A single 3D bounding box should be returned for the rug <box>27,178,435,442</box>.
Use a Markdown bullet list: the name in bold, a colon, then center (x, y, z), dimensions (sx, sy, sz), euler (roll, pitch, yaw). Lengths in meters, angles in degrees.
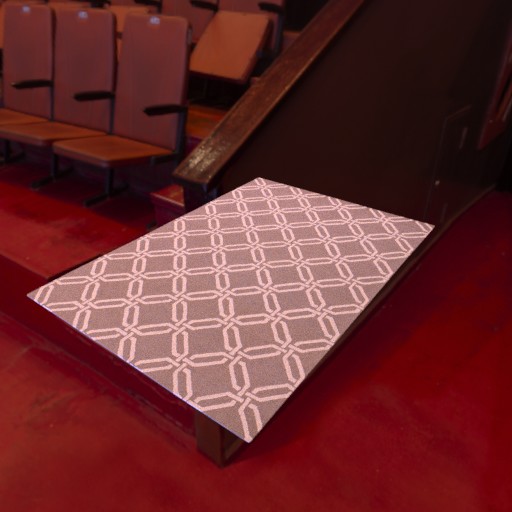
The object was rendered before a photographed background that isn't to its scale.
- **rug**: center (0.000, 0.000, 4.385), dimensions (2.441, 0.020, 3.419), euler (21, 37, 31)
